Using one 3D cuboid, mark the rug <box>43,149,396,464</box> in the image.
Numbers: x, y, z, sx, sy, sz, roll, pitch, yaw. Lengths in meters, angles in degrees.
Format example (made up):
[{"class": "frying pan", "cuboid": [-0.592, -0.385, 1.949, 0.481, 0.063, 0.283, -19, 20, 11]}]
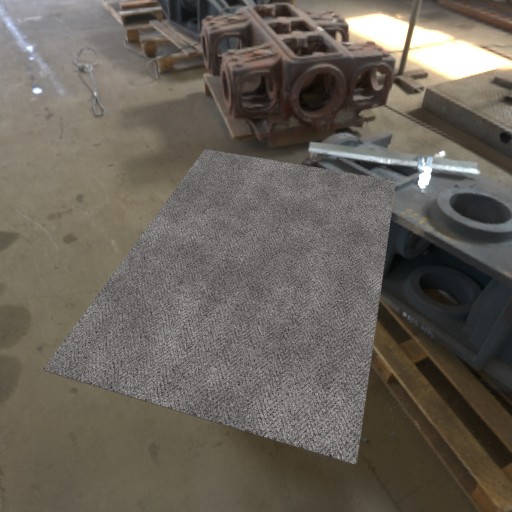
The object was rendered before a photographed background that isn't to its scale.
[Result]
[{"class": "rug", "cuboid": [0.000, 0.000, 2.864, 1.600, 0.008, 2.235, 12, 46, 12]}]
